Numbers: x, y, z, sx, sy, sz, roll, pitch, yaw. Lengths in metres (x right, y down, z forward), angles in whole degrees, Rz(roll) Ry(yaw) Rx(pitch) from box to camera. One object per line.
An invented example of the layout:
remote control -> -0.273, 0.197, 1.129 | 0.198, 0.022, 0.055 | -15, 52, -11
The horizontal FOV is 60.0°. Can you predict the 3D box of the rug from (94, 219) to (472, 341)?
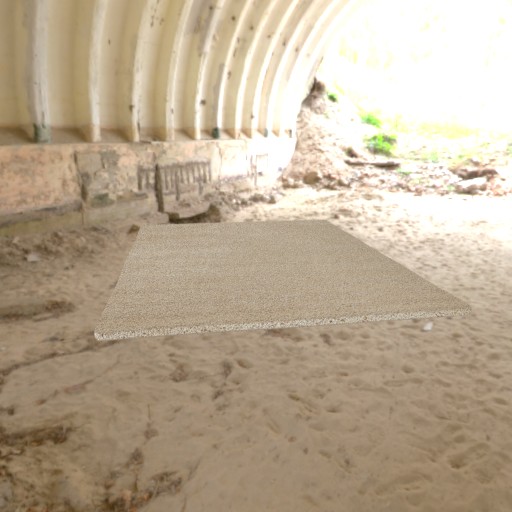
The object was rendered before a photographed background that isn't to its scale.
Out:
rug -> 0.000, 0.000, 2.117 | 1.199, 0.025, 1.600 | -2, 16, -9
